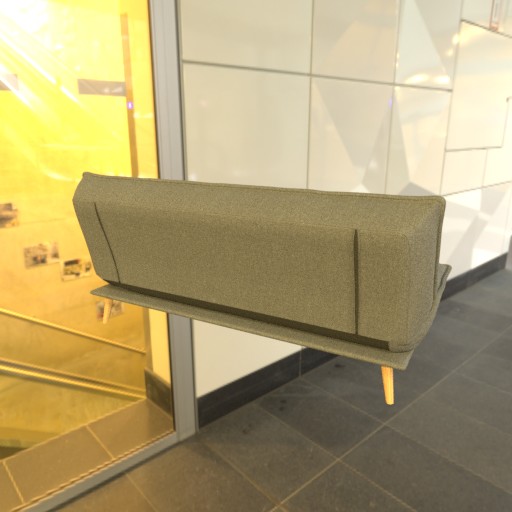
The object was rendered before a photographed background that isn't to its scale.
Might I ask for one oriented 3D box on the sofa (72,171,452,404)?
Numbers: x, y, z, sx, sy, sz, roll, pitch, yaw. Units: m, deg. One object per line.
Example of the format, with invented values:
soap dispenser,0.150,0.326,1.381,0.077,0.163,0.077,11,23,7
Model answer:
sofa,0.000,0.000,2.463,1.940,0.890,0.950,9,18,27
